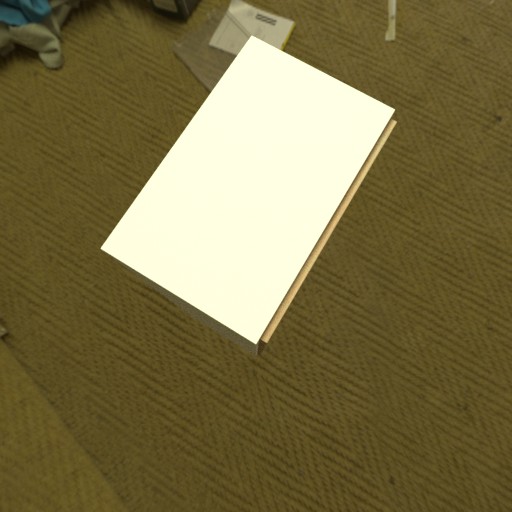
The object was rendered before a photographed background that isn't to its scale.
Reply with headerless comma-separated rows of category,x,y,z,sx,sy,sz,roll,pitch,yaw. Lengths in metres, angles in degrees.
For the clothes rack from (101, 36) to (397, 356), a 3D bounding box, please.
clothes rack,0.000,0.000,1.367,0.331,1.187,0.500,30,78,7
